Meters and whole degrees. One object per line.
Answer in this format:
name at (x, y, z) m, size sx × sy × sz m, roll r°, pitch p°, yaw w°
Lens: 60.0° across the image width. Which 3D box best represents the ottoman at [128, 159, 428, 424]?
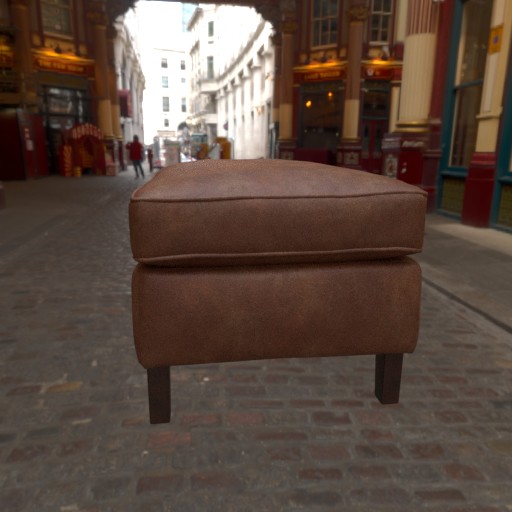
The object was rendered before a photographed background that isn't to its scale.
ottoman at (0.000, 0.000, 1.005) m, size 0.501 × 0.418 × 0.665 m, roll -2°, pitch 14°, yaw -8°
